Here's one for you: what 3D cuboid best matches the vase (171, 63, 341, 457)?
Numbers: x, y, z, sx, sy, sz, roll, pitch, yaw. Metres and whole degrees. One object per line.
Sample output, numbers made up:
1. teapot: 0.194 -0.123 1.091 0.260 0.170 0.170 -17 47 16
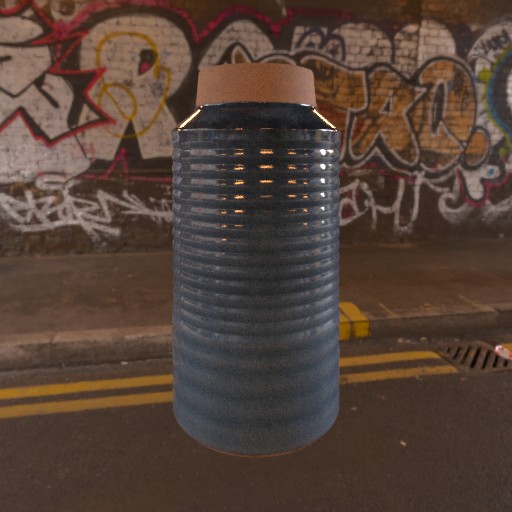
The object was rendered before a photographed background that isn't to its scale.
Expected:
1. vase: 0.000 0.000 0.410 0.163 0.316 0.163 0 13 0
